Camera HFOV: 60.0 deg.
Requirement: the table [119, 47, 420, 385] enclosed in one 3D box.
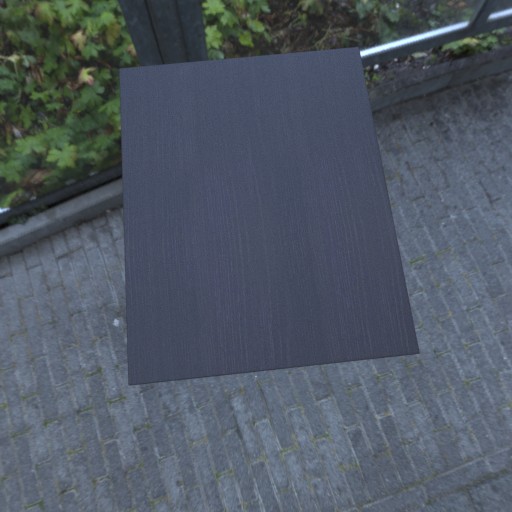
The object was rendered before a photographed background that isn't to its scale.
[{"bbox_3d":[0.000,0.000,0.943,0.381,0.635,0.480,-6,75,-2],"label":"table"}]
